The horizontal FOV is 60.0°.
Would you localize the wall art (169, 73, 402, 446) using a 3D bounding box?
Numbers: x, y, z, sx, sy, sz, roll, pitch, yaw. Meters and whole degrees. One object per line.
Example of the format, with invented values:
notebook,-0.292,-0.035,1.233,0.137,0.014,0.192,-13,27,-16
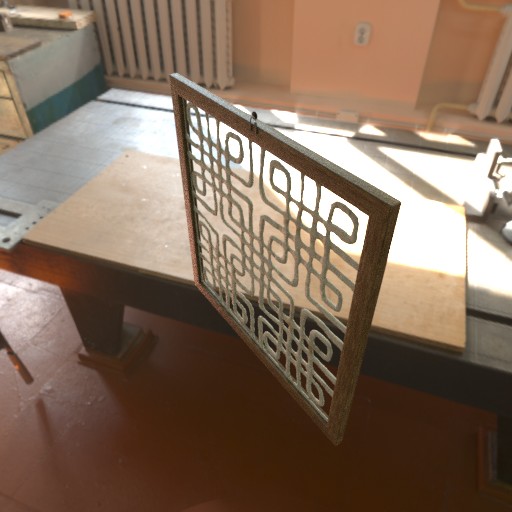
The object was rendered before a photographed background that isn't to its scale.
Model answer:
wall art,0.000,0.000,0.859,0.021,0.582,0.561,-25,46,-26
